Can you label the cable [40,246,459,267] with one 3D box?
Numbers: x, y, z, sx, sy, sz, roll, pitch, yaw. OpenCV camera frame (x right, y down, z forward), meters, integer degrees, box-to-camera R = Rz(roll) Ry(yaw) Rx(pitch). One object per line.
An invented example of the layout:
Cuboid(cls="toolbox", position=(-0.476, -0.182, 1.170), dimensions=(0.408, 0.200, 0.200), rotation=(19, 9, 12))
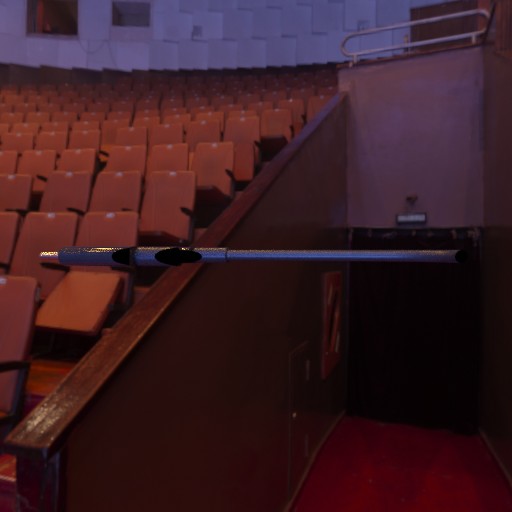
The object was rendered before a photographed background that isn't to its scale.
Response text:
Cuboid(cls="cable", position=(0.000, 0.000, 0.111), dimensions=(0.098, 0.005, 0.041), rotation=(0, 1, 18))
